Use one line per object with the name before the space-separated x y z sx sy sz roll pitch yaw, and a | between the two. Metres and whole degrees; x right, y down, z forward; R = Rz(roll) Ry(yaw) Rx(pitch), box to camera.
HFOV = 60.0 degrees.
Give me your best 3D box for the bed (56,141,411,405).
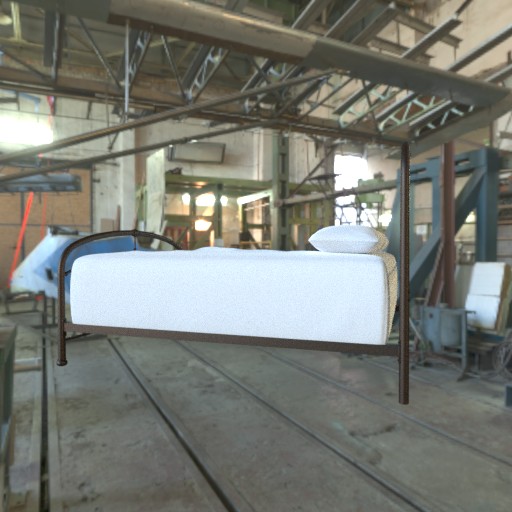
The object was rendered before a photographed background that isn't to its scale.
bed | 0.000 0.000 3.314 2.180 1.425 1.711 0 1 19
